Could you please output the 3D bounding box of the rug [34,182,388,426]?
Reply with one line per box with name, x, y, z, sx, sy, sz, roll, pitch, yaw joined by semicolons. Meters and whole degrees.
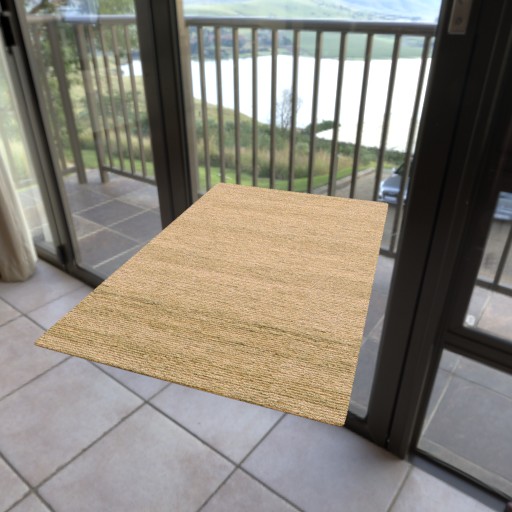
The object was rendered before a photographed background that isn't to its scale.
rug;0.000;0.000;2.185;1.143;0.010;1.758;10;31;16
